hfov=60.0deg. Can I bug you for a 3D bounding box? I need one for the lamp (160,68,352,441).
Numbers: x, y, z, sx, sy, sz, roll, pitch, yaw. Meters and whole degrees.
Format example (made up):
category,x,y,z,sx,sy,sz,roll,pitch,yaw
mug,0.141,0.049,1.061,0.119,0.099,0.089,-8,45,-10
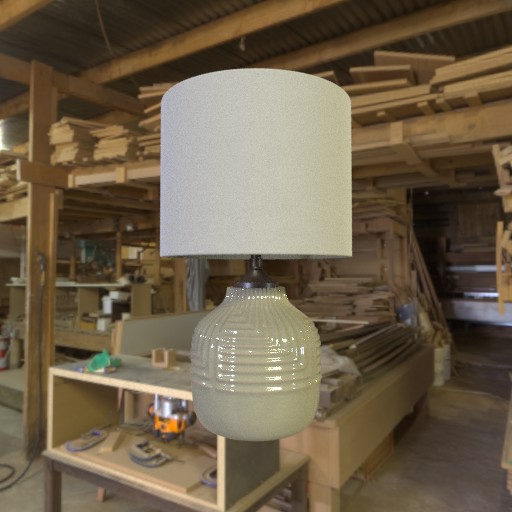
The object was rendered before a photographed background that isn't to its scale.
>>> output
category,x,y,z,sx,sy,sz,roll,pitch,yaw
lamp,0.000,0.000,0.750,0.318,0.567,0.318,0,-2,0
